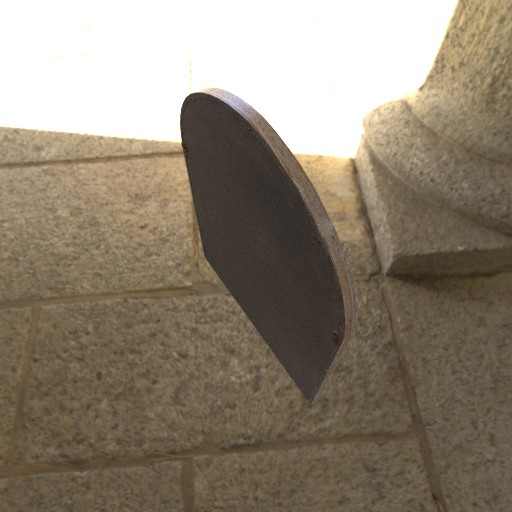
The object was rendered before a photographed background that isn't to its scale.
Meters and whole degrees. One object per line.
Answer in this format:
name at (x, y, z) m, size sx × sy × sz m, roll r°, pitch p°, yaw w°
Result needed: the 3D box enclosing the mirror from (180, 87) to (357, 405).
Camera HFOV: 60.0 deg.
mirror at (0.000, 0.000, 1.155) m, size 0.032 × 0.920 × 0.660 m, roll -30°, pitch 64°, yaw -16°
